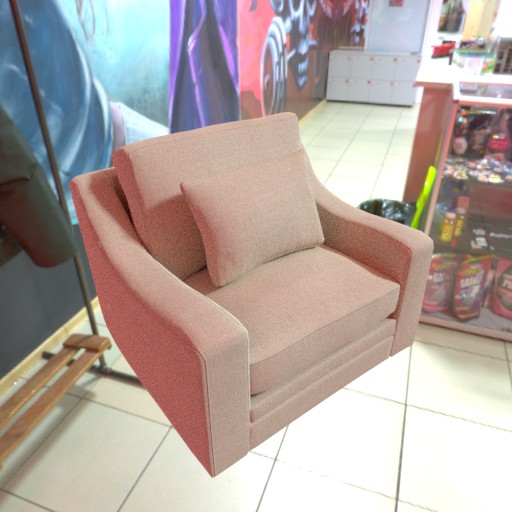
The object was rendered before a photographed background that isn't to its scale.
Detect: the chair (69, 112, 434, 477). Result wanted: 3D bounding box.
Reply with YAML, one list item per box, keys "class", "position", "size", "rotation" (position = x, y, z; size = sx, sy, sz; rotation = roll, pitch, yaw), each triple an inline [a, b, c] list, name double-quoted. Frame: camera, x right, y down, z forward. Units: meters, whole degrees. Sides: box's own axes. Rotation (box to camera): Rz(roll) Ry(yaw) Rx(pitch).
- class: "chair"
  position: [0.000, 0.000, 1.923]
  size: [1.178, 1.016, 1.009]
  rotation: [-21, 36, -31]
